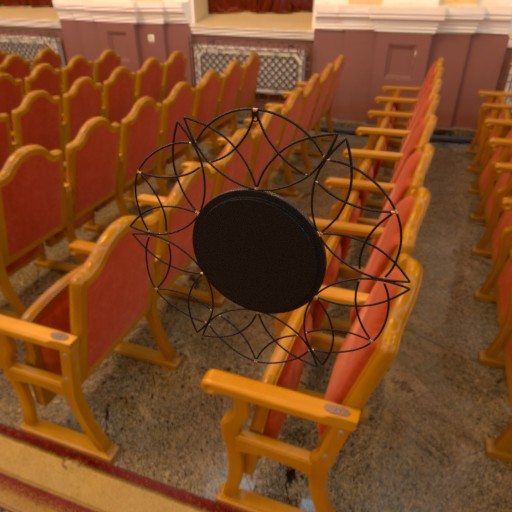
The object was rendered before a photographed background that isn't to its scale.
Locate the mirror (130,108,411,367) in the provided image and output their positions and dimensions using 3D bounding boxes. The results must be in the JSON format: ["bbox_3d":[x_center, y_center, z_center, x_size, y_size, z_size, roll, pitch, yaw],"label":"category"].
[{"bbox_3d":[0.000,0.000,1.184,0.797,0.775,0.028,12,34,18],"label":"mirror"}]
